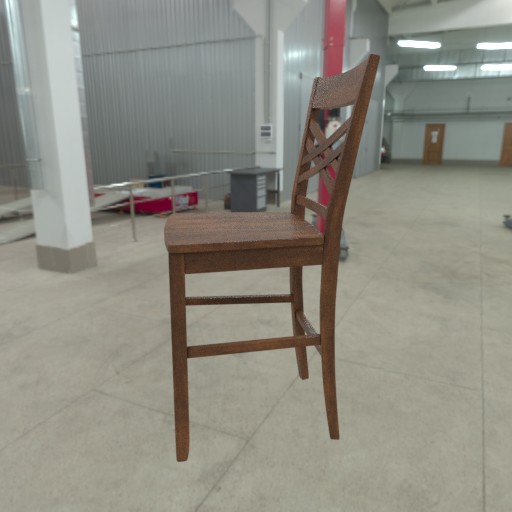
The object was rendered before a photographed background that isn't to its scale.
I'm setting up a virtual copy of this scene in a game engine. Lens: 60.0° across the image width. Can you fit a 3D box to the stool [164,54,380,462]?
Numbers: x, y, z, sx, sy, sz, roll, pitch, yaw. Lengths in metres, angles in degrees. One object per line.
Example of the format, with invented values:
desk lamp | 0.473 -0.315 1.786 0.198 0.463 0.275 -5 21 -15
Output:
stool | 0.000 0.000 1.352 0.539 1.079 0.462 -2 15 -9
